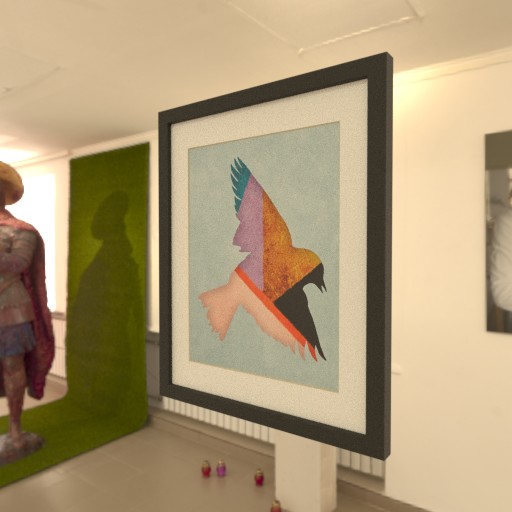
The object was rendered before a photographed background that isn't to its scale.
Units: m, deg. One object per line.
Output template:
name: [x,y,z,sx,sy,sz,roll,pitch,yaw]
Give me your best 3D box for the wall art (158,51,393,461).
wall art: [0.000,0.000,0.748,0.457,0.558,0.028,1,2,36]
